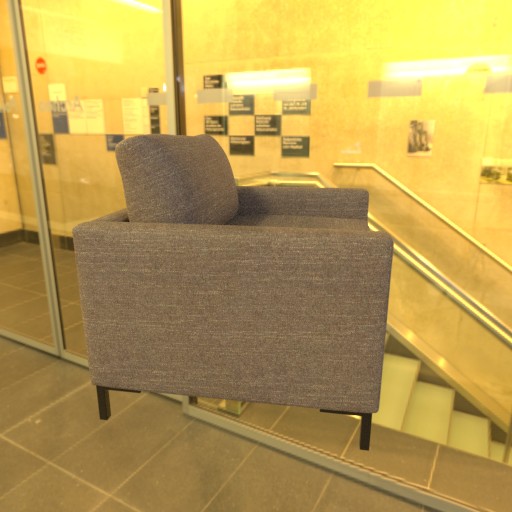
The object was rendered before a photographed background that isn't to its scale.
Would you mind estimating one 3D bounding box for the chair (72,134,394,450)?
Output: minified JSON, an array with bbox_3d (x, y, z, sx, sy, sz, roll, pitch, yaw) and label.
[{"bbox_3d":[0.000,0.000,1.577,0.845,0.841,0.940,3,16,9],"label":"chair"}]
